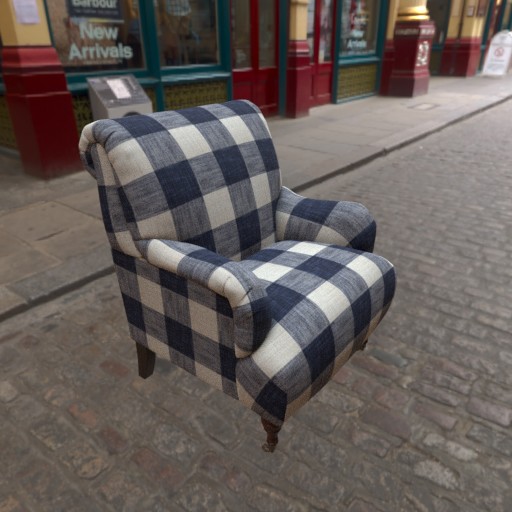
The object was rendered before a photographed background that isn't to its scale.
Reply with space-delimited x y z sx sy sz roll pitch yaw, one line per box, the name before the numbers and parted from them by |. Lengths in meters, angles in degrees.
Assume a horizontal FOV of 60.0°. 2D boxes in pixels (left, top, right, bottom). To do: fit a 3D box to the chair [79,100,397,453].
chair | 0.000 0.000 1.579 0.848 0.953 0.781 19 31 33
